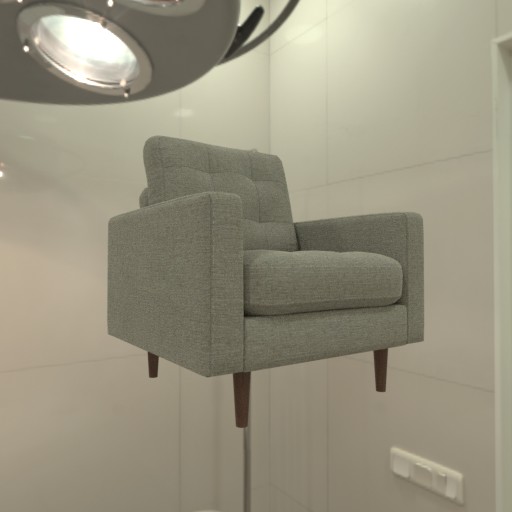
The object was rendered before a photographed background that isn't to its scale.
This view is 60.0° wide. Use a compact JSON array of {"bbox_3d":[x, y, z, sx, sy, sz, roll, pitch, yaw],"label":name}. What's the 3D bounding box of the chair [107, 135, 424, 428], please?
[{"bbox_3d":[0.000,0.000,1.555,0.821,0.880,0.843,1,-1,-35],"label":"chair"}]
